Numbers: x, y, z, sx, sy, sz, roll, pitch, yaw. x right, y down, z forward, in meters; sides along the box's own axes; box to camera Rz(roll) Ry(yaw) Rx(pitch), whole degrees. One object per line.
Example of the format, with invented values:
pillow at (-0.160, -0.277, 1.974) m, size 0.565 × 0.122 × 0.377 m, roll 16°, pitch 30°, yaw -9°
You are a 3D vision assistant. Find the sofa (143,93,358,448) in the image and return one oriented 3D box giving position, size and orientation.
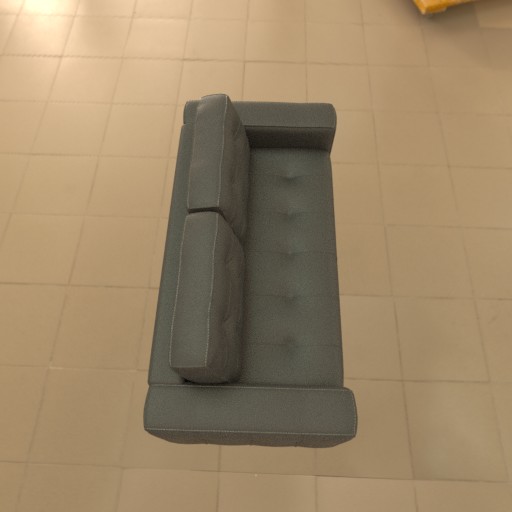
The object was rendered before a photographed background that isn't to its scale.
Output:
sofa at (0.000, 0.000, 2.208) m, size 0.833 × 0.893 × 1.726 m, roll 1°, pitch 64°, yaw 1°
